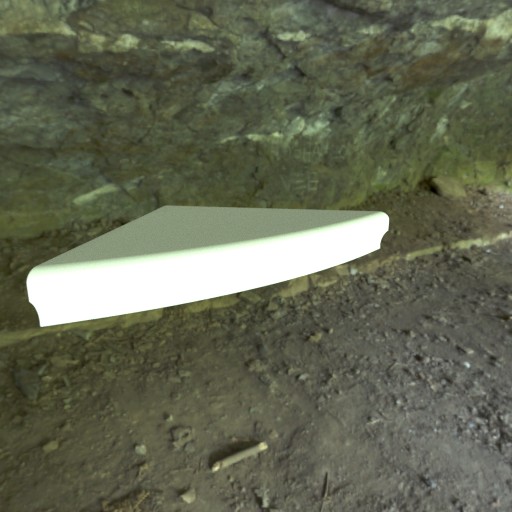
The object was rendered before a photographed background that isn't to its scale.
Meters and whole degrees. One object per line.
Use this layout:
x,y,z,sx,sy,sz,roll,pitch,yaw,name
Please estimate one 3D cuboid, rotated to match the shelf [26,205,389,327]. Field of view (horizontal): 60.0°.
0.000,0.000,0.469,0.310,0.050,0.310,2,16,8,shelf
